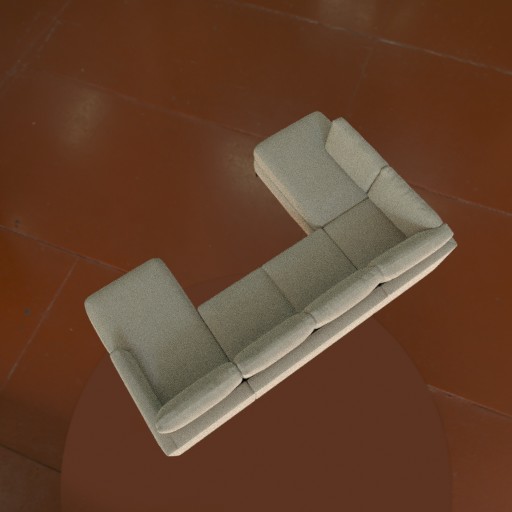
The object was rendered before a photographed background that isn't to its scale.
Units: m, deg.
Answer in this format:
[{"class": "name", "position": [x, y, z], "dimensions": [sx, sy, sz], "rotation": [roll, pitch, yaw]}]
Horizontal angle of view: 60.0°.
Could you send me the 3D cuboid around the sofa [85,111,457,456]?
[{"class": "sofa", "position": [0.000, 0.000, 3.990], "dimensions": [2.984, 0.862, 1.989], "rotation": [-33, 70, -13]}]
